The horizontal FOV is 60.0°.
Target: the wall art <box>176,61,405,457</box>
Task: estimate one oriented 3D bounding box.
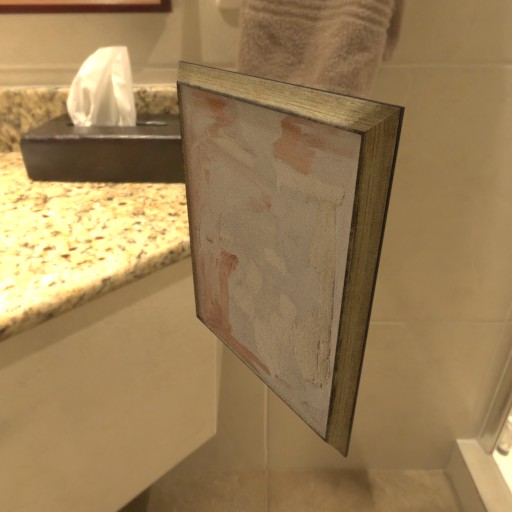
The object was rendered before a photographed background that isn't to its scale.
[{"bbox_3d":[0.000,0.000,0.609,0.023,0.457,0.381,-21,36,-31],"label":"wall art"}]
